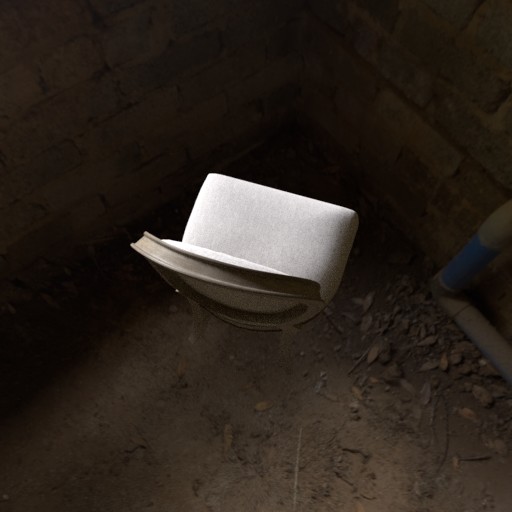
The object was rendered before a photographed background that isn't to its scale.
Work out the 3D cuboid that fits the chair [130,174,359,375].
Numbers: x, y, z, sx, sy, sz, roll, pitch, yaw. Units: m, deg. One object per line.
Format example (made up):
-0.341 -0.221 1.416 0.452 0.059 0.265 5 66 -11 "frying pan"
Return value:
0.000 0.000 1.336 0.558 0.990 0.602 16 65 8 "chair"
